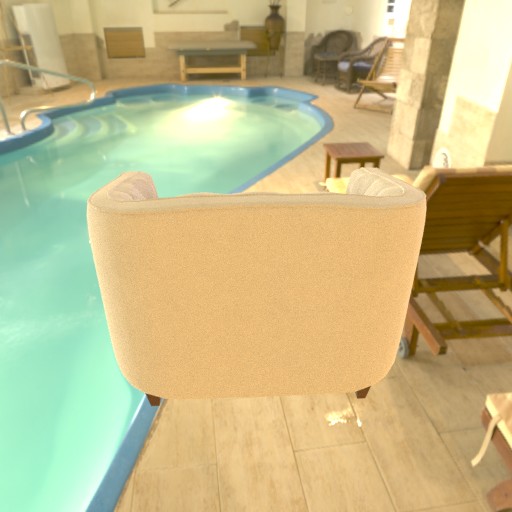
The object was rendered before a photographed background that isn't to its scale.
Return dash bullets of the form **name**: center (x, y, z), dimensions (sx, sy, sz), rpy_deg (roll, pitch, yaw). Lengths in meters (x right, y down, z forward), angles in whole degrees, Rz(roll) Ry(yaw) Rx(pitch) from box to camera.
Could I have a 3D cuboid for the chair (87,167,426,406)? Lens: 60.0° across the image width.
- **chair**: center (0.000, 0.000, 1.781), dimensions (1.104, 0.852, 0.941), rpy_deg (-1, 30, -2)
